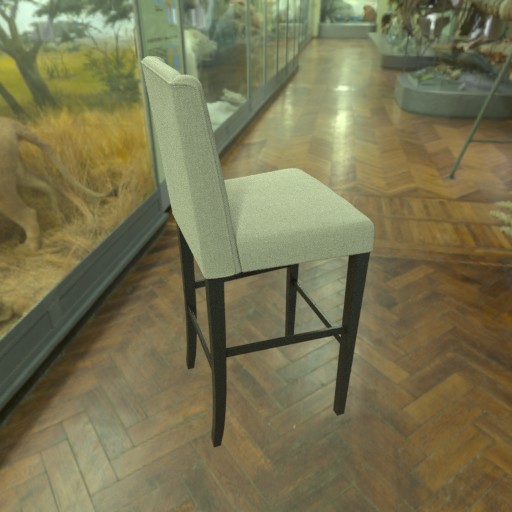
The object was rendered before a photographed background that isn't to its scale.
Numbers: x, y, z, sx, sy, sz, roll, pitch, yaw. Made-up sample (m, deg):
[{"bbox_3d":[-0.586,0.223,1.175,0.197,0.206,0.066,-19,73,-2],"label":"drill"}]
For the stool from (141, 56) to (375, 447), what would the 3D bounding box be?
[{"bbox_3d":[0.000,0.000,1.366,0.509,1.116,0.474,-10,31,-18],"label":"stool"}]
